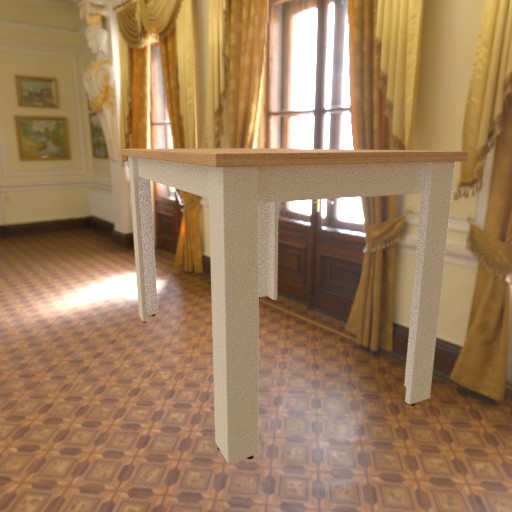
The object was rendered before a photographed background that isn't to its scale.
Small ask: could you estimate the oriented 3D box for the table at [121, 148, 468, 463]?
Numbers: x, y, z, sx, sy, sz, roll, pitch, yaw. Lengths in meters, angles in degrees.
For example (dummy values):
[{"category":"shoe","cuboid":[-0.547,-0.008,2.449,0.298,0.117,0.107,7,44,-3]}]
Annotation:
[{"category":"table","cuboid":[0.000,0.000,1.575,0.700,0.734,1.100,-7,16,-25]}]
